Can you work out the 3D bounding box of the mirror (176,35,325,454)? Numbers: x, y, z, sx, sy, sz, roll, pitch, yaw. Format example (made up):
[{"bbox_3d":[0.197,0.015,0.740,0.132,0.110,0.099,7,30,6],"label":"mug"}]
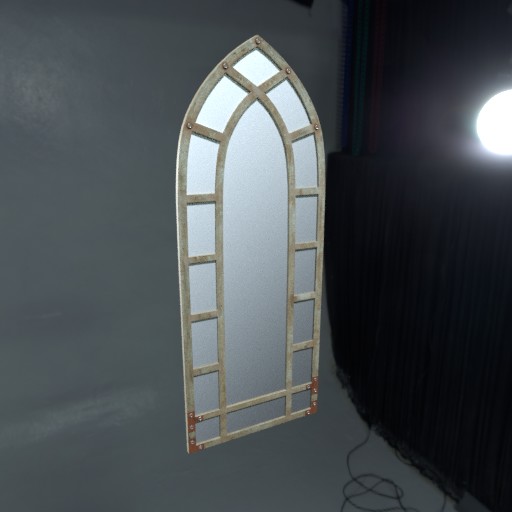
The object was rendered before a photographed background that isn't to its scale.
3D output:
[{"bbox_3d":[0.000,0.000,1.293,0.464,1.175,0.025,-8,17,-26],"label":"mirror"}]
